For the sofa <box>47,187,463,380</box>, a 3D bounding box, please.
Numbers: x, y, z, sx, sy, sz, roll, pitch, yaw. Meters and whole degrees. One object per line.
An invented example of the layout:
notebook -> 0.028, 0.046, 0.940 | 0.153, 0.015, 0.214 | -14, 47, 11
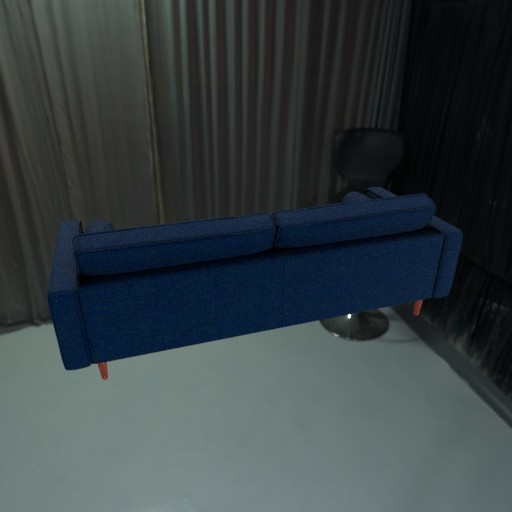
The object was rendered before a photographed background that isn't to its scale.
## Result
sofa -> 0.000, 0.000, 2.679 | 2.210, 0.762, 0.914 | -8, 28, -16
